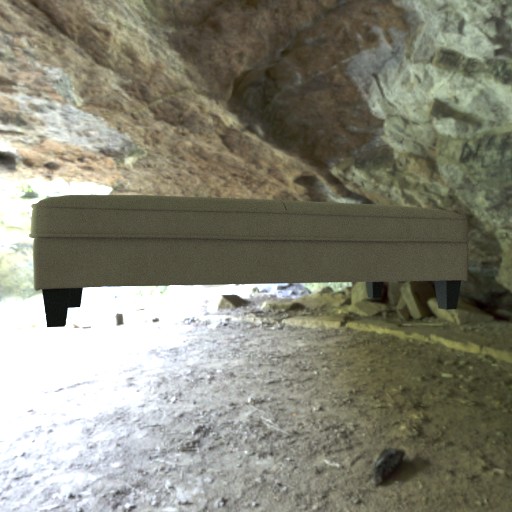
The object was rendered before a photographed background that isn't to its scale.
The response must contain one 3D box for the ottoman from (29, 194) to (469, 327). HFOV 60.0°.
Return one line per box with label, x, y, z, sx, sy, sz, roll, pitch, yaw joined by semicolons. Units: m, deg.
ottoman;0.000;0.000;1.970;1.726;0.460;0.735;0;0;-18
